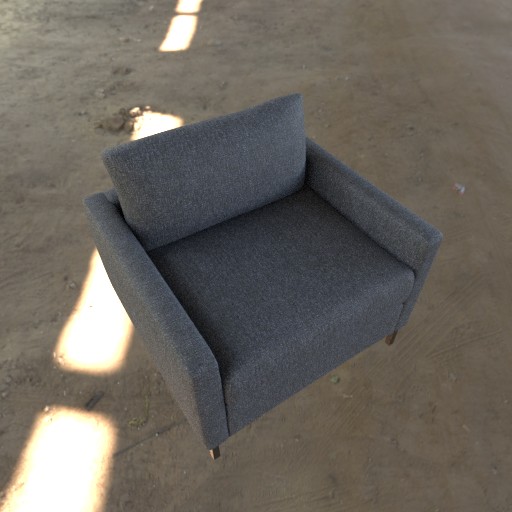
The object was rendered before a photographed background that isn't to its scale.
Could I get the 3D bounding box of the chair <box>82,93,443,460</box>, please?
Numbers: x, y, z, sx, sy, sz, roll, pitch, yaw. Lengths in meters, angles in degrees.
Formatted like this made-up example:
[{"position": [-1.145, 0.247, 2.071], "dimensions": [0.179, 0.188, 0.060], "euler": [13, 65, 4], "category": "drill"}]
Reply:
[{"position": [0.000, 0.000, 1.639], "dimensions": [0.963, 0.861, 0.866], "euler": [-25, 51, -23], "category": "chair"}]
